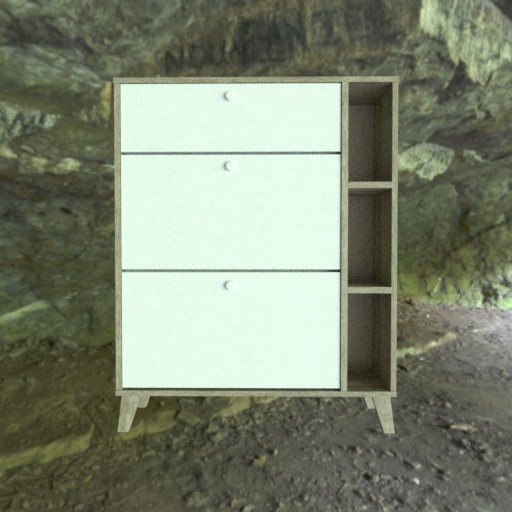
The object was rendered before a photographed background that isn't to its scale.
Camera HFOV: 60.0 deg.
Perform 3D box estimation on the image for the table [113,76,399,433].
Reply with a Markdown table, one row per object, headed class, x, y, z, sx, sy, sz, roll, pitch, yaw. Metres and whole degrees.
| class | x | y | z | sx | sy | sz | roll | pitch | yaw |
| --- | --- | --- | --- | --- | --- | --- | --- | --- | --- |
| table | 0.000 | 0.000 | 1.533 | 0.902 | 1.135 | 0.256 | 0 | 1 | 1 |
